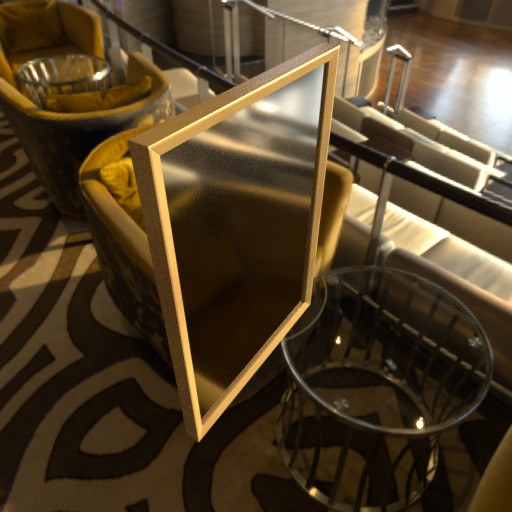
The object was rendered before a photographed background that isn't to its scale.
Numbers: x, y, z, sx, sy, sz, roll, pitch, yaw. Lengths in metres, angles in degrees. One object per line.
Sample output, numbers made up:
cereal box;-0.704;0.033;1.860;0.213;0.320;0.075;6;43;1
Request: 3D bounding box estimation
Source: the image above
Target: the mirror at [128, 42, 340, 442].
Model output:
mirror;0.000;0.000;0.918;0.039;0.710;0.507;24;46;25
